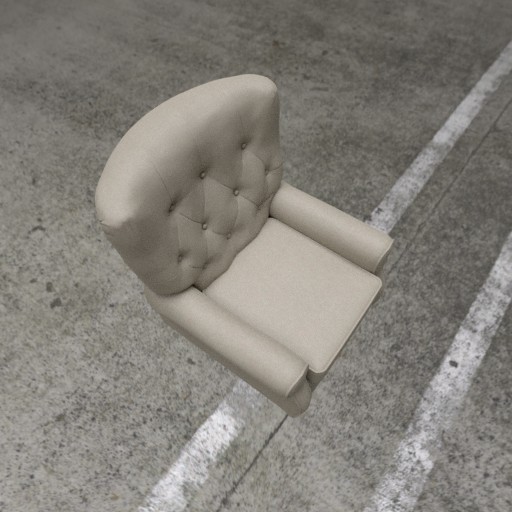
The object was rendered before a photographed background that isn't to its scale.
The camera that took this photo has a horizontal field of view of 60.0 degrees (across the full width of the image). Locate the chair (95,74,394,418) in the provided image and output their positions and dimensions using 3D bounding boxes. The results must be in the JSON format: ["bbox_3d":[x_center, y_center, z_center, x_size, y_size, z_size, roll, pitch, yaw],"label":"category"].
[{"bbox_3d":[0.000,0.000,1.973,1.059,1.158,0.943,32,63,19],"label":"chair"}]
